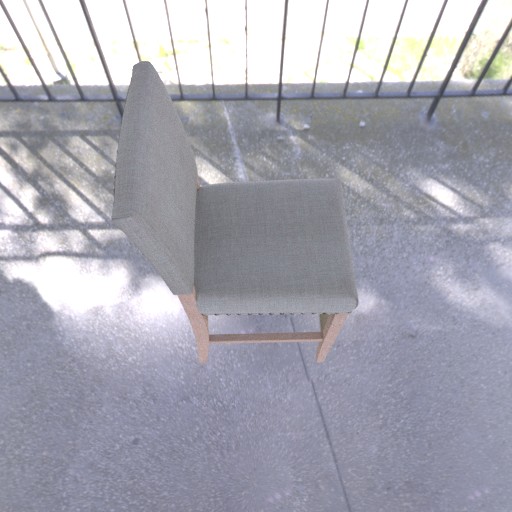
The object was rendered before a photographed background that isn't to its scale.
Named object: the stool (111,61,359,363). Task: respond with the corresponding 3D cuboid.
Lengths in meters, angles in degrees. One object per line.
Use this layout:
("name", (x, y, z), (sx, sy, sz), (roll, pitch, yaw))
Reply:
("stool", (0.000, 0.000, 1.452), (0.585, 1.173, 0.445), (-2, 63, -1))
